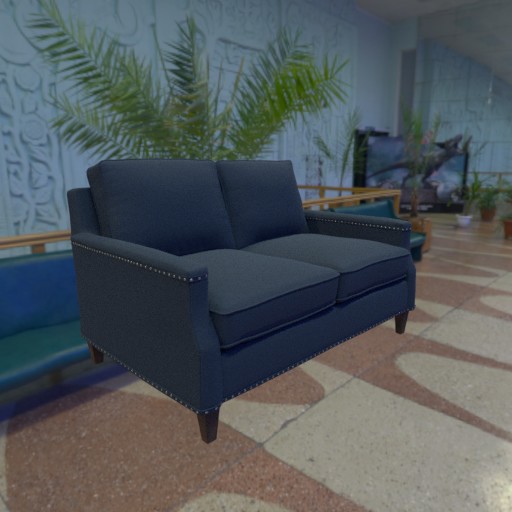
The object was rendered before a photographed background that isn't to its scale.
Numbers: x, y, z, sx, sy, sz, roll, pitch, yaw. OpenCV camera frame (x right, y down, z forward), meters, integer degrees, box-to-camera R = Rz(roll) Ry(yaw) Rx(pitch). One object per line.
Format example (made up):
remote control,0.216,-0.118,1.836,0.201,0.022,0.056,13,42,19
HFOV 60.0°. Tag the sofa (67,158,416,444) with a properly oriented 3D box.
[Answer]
sofa,0.000,0.000,2.333,1.597,1.003,1.084,-12,17,-44
